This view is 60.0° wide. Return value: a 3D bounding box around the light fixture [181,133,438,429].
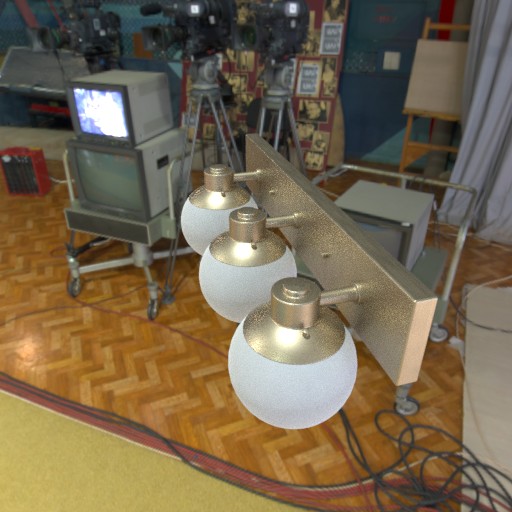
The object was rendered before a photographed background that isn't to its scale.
[{"bbox_3d":[0.000,0.000,0.835,0.218,0.263,0.721,-8,31,-14],"label":"light fixture"}]
